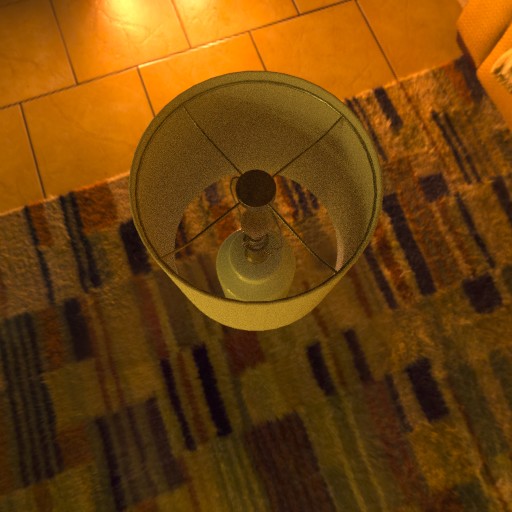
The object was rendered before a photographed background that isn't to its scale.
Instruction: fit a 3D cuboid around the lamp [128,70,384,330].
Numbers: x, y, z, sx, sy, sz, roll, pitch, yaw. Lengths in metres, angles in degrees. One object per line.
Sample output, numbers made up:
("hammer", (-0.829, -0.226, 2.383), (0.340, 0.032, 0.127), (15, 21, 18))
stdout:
("lamp", (0.000, 0.000, 0.606), (0.212, 0.493, 0.212), (-39, 78, -10))
